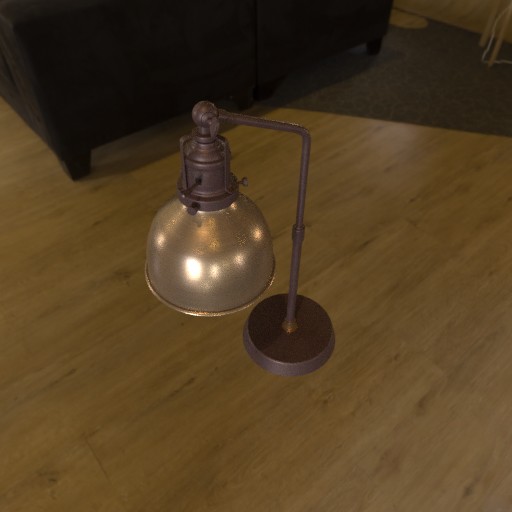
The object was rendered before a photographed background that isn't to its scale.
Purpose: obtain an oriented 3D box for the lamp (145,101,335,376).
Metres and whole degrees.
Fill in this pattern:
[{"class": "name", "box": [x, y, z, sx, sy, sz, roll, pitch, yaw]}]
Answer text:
[{"class": "lamp", "box": [0.000, 0.000, 0.605, 0.298, 0.469, 0.175, -17, 48, -16]}]
